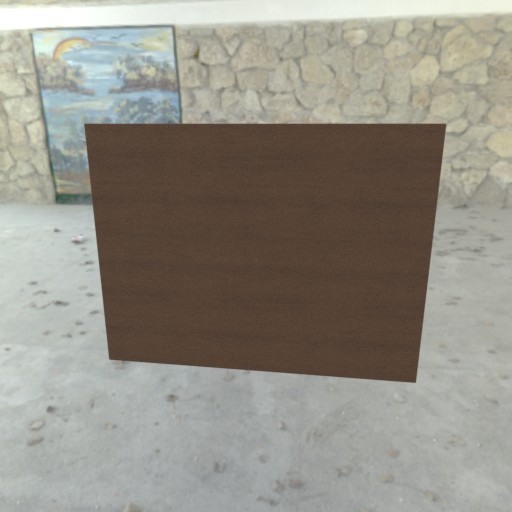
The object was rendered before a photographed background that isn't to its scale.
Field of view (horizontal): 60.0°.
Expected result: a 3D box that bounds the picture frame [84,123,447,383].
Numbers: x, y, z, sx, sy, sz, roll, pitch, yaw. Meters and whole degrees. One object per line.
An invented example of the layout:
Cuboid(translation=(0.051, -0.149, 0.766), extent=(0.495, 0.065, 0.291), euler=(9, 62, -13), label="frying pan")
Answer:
Cuboid(translation=(0.000, 0.000, 1.777), extent=(1.329, 1.018, 0.045), euler=(2, 17, 8), label="picture frame")
